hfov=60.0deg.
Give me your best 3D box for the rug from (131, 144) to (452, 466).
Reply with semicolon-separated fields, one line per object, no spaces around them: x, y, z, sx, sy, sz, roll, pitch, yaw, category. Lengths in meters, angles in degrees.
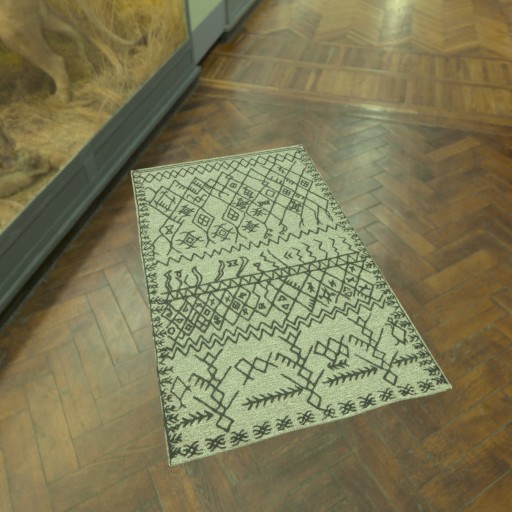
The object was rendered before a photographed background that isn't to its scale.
0.000;0.000;4.783;2.393;0.019;3.824;-11;48;-10;rug
